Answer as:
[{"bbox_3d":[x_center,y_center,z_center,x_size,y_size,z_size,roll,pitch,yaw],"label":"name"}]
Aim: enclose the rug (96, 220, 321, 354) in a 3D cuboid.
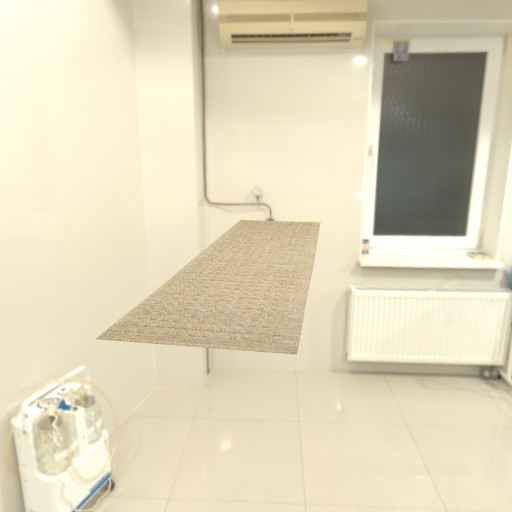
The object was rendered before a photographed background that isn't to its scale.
[{"bbox_3d":[0.000,0.000,2.616,0.688,0.005,2.437,2,14,9],"label":"rug"}]
